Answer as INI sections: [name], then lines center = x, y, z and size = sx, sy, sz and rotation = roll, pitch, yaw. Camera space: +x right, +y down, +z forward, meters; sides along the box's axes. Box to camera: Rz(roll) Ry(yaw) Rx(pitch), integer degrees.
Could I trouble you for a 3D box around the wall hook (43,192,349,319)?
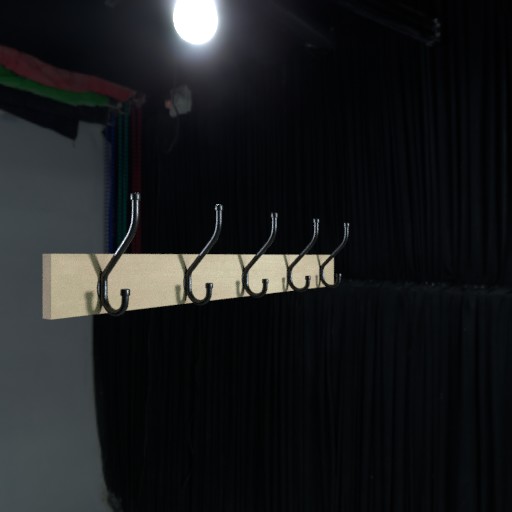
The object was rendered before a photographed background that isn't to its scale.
[wall hook]
center = 0.000, 0.000, 0.619
size = 0.071, 0.117, 0.571
rotation = 0, 0, 36
